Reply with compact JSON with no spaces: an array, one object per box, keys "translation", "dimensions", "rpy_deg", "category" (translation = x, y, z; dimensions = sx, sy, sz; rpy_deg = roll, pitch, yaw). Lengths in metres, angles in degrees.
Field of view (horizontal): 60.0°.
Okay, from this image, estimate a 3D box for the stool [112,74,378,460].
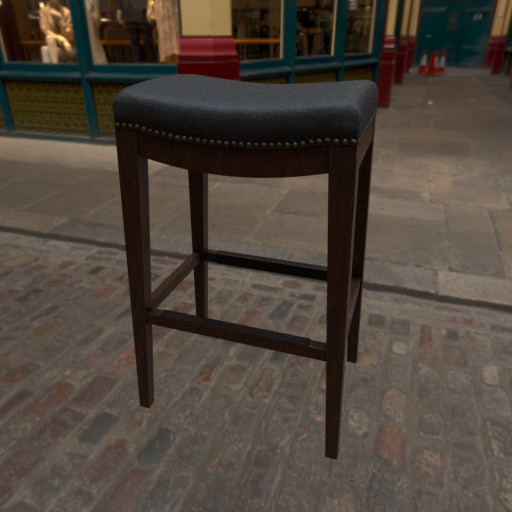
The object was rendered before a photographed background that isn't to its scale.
[{"translation":[0.000,0.000,1.031],"dimensions":[0.500,0.765,0.361],"rpy_deg":[9,28,16],"category":"stool"}]
